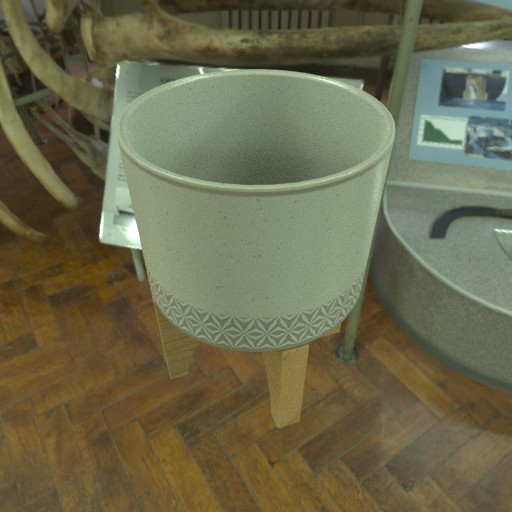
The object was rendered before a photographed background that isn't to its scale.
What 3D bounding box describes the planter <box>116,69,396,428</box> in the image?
[{"bbox_3d":[0.000,0.000,0.269,0.130,0.178,0.130,0,41,0],"label":"planter"}]
